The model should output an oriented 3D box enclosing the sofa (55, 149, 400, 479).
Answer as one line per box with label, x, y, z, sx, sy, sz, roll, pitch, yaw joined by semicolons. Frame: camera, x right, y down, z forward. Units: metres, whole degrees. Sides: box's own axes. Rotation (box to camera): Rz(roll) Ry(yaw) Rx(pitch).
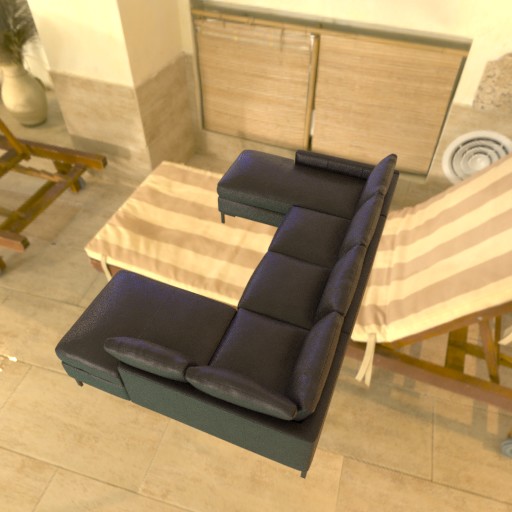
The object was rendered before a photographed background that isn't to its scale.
sofa;0.000;0.000;3.884;1.939;0.900;2.956;16;48;15
